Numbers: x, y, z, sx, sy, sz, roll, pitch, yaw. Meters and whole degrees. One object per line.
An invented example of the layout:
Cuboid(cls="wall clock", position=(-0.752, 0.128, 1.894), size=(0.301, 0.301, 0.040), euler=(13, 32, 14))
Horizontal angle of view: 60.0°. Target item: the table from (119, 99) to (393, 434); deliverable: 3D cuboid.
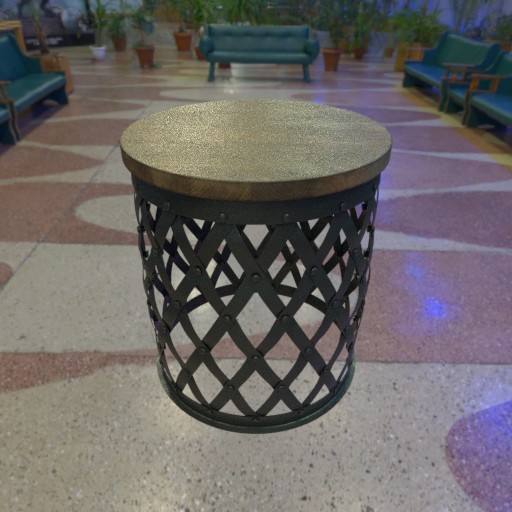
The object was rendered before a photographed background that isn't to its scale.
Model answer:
Cuboid(cls="table", position=(0.000, 0.000, 0.797), size=(0.405, 0.454, 0.405), euler=(0, 32, 0))
